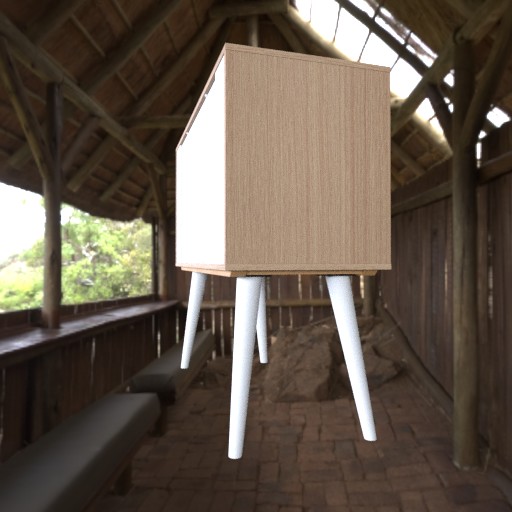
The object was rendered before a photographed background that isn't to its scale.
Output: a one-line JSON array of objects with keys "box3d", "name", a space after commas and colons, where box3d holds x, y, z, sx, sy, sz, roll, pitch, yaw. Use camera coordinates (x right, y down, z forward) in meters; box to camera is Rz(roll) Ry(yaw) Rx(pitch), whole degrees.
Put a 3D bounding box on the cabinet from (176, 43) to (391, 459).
[{"box3d": [0.000, 0.000, 1.638, 0.470, 1.016, 1.057, 0, -1, -17], "name": "cabinet"}]
